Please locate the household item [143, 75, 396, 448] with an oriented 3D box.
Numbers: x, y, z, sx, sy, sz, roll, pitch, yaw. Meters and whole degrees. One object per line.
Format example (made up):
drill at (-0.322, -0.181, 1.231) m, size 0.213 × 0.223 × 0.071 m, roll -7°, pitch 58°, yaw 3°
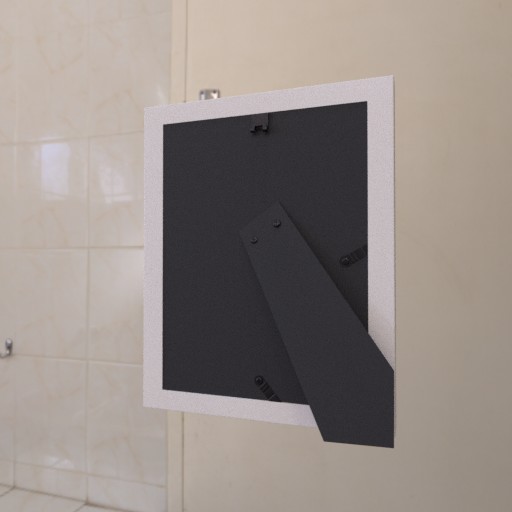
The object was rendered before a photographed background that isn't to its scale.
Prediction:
household item at (0.000, 0.000, 0.335) m, size 0.200 × 0.250 × 0.045 m, roll 0°, pitch -1°, yaw 19°
